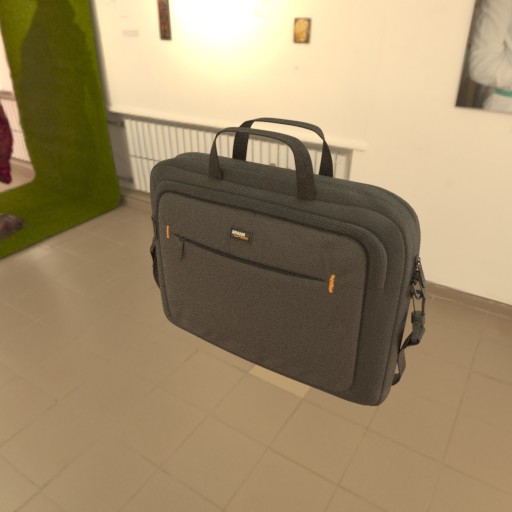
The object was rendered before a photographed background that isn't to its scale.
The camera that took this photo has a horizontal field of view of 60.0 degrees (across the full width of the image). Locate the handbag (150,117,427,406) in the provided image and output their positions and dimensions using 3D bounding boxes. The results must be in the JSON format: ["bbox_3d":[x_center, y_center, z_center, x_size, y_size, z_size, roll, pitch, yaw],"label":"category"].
[{"bbox_3d":[0.000,0.000,0.423,0.320,0.244,0.089,17,33,28],"label":"handbag"}]
